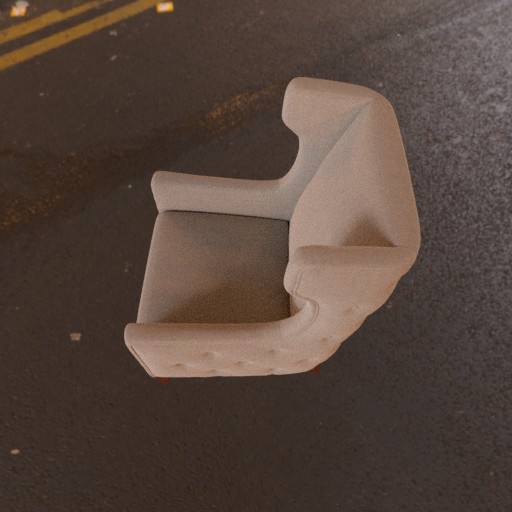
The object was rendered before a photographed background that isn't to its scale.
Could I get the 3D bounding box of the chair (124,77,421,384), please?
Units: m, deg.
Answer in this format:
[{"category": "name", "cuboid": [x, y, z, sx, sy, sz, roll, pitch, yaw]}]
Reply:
[{"category": "chair", "cuboid": [0.000, 0.000, 1.693, 0.899, 1.079, 0.778, 1, 59, 1]}]
